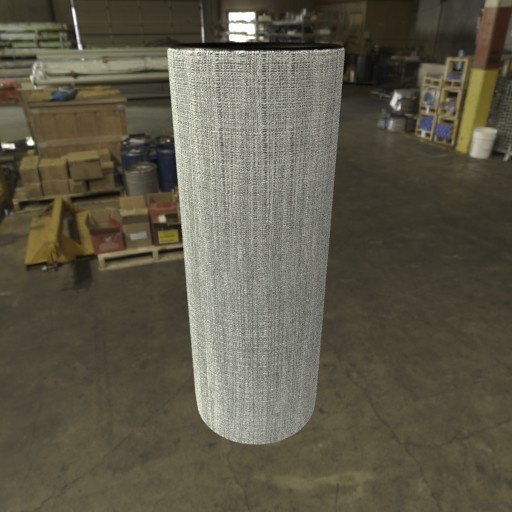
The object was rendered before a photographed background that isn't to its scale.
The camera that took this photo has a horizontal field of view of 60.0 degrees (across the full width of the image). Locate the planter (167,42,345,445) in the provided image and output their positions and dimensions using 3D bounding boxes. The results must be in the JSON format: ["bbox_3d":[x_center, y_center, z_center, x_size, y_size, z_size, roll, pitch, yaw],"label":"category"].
[{"bbox_3d":[0.000,0.000,0.314,0.100,0.270,0.100,-9,29,-17],"label":"planter"}]
